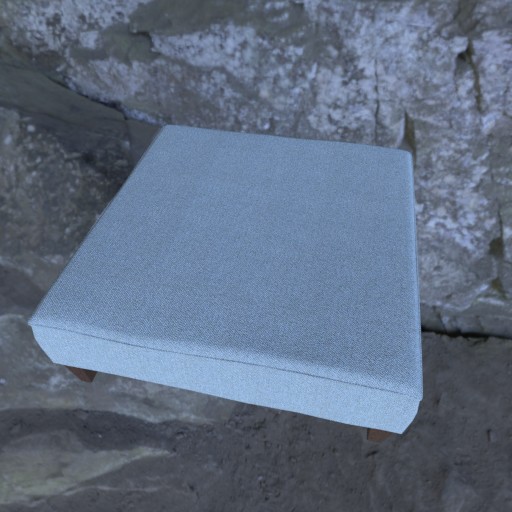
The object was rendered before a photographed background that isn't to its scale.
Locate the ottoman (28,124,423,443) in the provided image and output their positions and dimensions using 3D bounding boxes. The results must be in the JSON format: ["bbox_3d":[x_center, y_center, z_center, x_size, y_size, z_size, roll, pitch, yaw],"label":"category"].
[{"bbox_3d":[0.000,0.000,1.479,0.968,0.379,1.004,9,46,8],"label":"ottoman"}]
